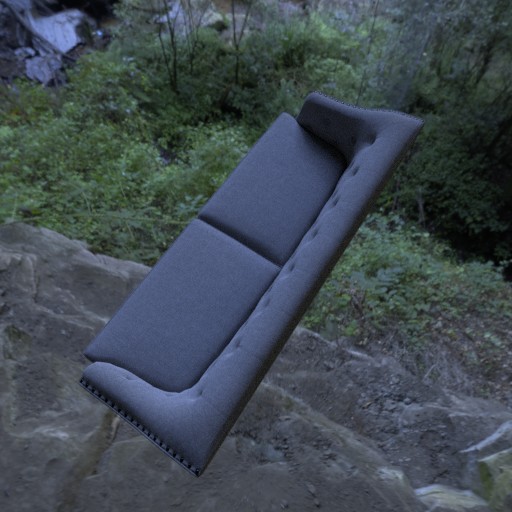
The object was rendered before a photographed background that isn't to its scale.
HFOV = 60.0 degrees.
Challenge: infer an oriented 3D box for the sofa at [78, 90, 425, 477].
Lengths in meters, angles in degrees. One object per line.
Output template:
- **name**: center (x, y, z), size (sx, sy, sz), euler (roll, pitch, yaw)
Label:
- **sofa**: center (0.000, 0.000, 2.643), size (0.914, 0.901, 2.235), euler (31, 68, 14)
